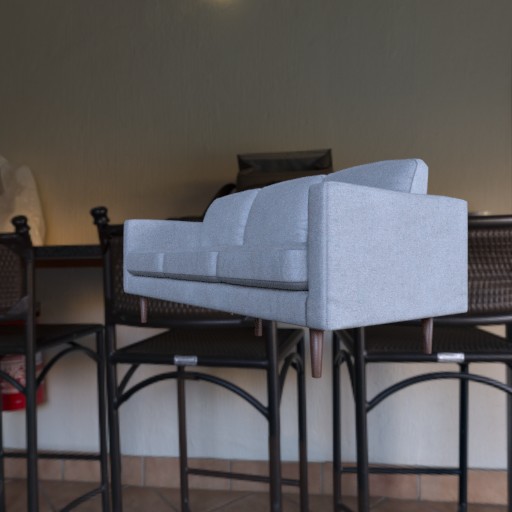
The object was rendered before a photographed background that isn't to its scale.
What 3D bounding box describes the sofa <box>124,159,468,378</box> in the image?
[{"bbox_3d":[0.000,0.000,2.538,0.944,0.918,1.983,0,0,-36],"label":"sofa"}]
